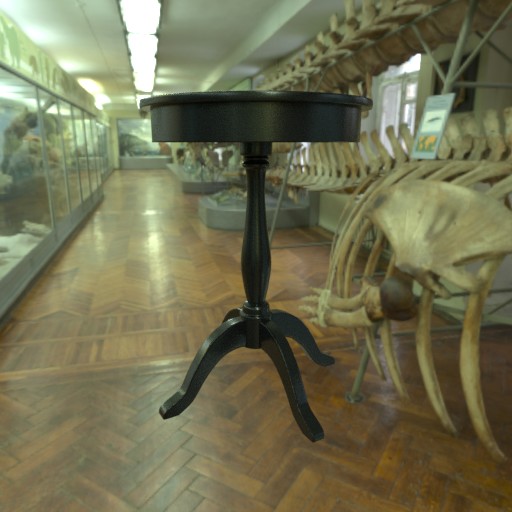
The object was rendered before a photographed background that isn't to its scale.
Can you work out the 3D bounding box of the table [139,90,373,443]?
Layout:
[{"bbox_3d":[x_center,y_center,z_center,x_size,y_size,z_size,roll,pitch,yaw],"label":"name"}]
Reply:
[{"bbox_3d":[0.000,0.000,1.013,0.481,0.665,0.481,0,14,0],"label":"table"}]
